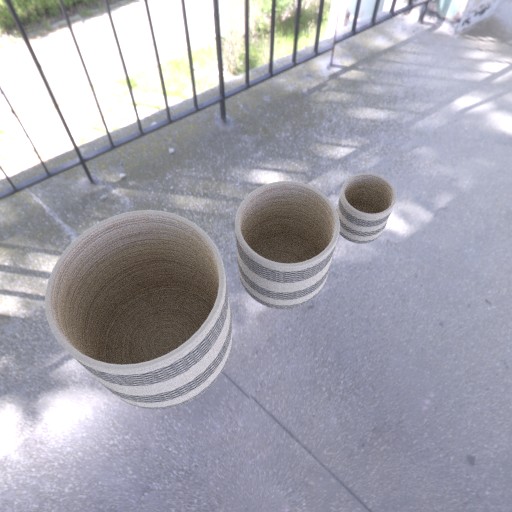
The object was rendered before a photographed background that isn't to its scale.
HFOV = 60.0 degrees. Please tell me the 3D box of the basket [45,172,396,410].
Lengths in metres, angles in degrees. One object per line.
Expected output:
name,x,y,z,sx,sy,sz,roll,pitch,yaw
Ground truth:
basket,0.000,0.000,1.093,0.917,0.356,0.351,-31,64,-17
